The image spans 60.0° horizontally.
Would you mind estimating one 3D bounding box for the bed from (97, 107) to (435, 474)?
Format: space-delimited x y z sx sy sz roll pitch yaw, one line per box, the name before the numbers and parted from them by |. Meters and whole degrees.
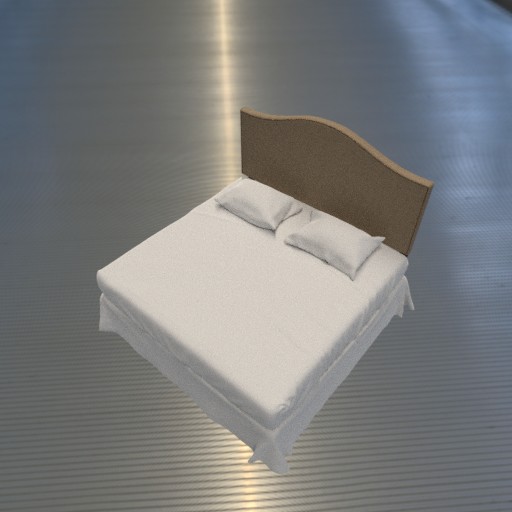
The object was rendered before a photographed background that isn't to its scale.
bed | 0.000 0.000 3.768 2.311 1.651 2.222 31 52 27
